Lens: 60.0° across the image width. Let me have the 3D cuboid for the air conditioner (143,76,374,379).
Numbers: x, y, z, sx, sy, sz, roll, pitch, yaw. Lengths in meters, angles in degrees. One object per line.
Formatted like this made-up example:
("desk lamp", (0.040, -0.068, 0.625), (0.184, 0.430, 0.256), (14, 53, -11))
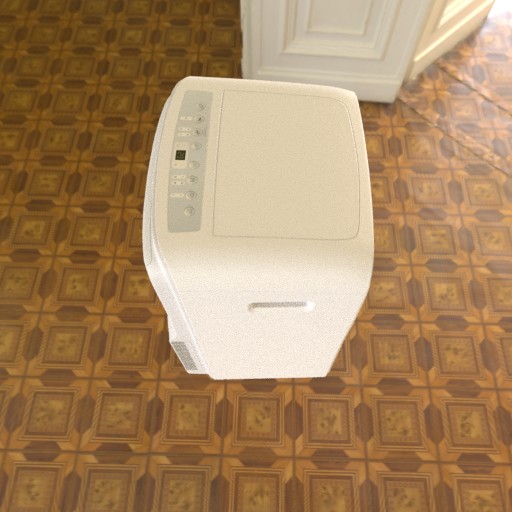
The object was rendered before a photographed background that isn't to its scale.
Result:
("air conditioner", (0.000, 0.000, 1.087), (0.467, 0.765, 0.478), (1, 64, 0))
